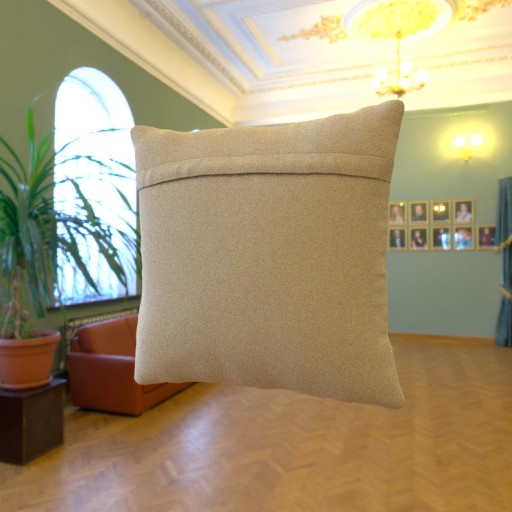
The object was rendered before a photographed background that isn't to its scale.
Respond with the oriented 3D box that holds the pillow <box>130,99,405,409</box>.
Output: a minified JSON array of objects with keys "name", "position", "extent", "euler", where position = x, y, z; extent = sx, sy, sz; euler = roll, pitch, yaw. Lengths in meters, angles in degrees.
[{"name":"pillow","position":[0.000,0.000,0.722],"extent":[0.459,0.458,0.181],"euler":[0,0,18]}]
